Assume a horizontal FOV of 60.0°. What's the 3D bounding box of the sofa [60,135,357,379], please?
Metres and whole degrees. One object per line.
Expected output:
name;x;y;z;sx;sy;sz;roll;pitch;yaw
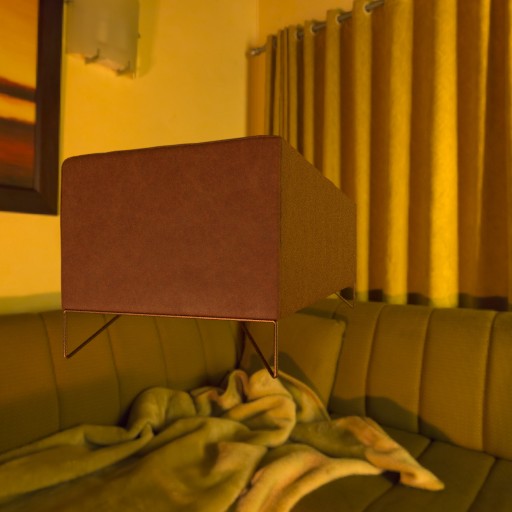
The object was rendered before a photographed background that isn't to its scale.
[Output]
sofa;0.000;0.000;2.540;0.912;0.798;2.079;0;0;19
